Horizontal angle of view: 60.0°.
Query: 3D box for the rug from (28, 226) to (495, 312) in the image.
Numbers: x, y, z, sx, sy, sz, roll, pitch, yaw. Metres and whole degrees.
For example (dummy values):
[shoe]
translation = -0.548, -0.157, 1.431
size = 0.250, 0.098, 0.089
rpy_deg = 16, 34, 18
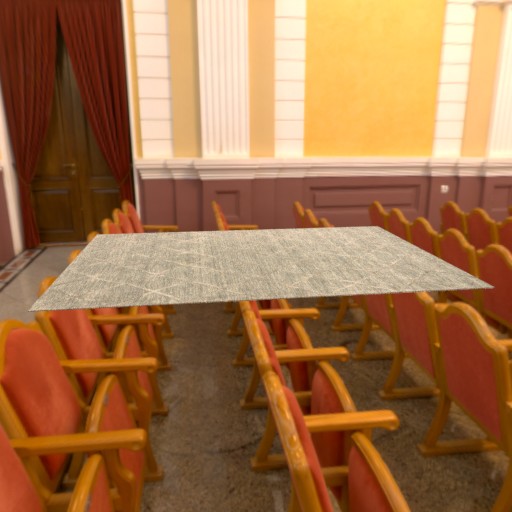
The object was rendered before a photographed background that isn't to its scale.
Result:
[rug]
translation = 0.000, 0.000, 2.868
size = 2.283, 0.006, 1.521
rpy_deg = -2, 16, -8
